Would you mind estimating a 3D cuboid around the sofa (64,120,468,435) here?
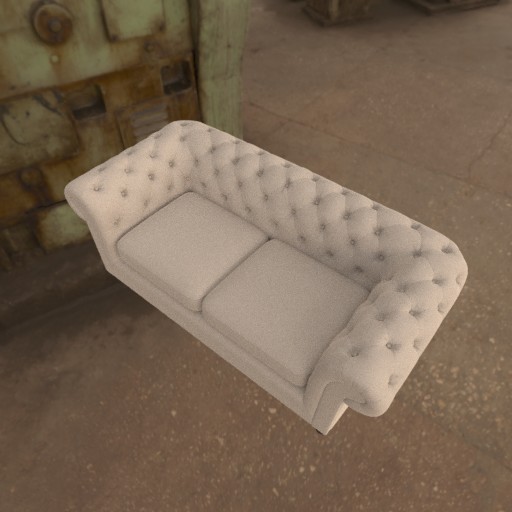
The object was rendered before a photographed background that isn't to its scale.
[{"bbox_3d":[0.000,0.000,2.479,1.998,0.764,0.986,31,54,25],"label":"sofa"}]
